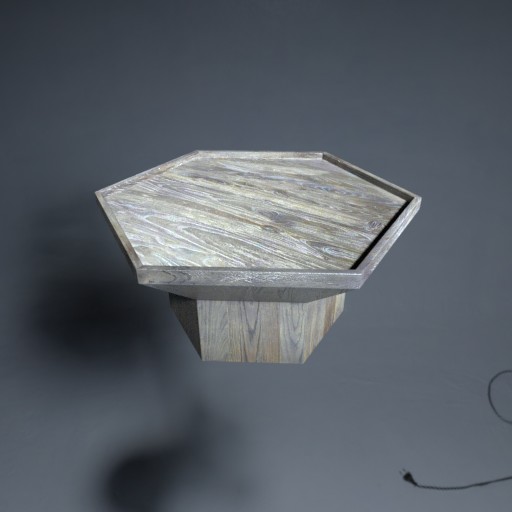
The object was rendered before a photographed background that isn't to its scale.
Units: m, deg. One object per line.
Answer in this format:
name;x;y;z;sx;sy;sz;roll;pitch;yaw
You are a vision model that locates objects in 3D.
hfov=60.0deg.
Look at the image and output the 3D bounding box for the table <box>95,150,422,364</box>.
table;0.000;0.000;1.634;1.115;0.488;0.966;1;31;2
